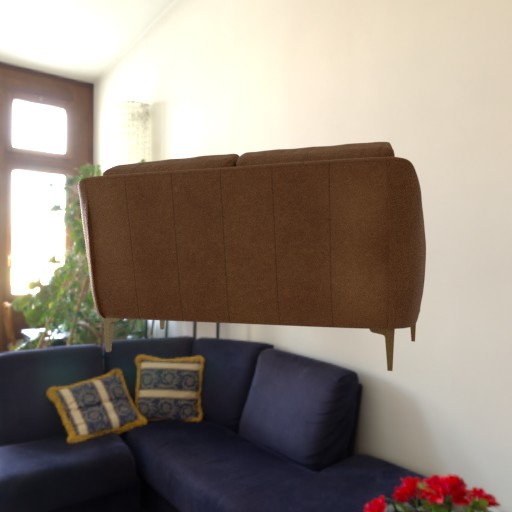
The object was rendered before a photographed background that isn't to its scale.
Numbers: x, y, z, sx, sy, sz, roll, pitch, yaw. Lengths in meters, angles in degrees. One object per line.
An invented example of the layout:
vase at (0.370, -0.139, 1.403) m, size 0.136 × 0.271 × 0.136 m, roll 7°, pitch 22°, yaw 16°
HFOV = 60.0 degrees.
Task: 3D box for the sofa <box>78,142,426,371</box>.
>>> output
sofa at (0.000, 0.000, 2.193) m, size 1.619 × 0.902 × 0.960 m, roll 0°, pitch -1°, yaw 17°
